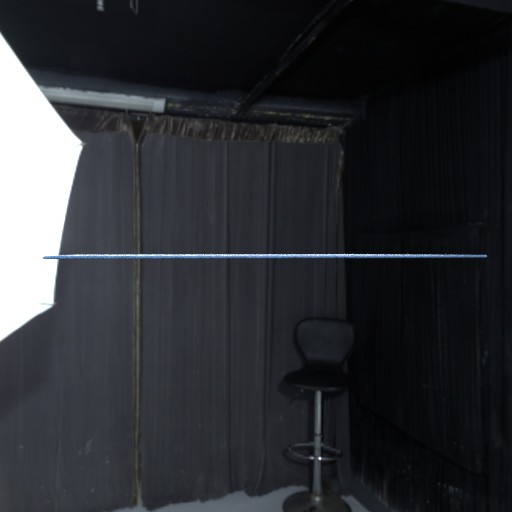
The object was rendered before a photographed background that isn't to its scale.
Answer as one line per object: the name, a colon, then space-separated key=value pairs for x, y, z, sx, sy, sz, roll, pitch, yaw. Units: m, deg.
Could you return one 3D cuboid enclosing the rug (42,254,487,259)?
rug: x=0.000 y=0.000 z=3.025 sx=2.441 sy=0.015 sz=1.526 roll=0 pitch=0 yaw=-18
